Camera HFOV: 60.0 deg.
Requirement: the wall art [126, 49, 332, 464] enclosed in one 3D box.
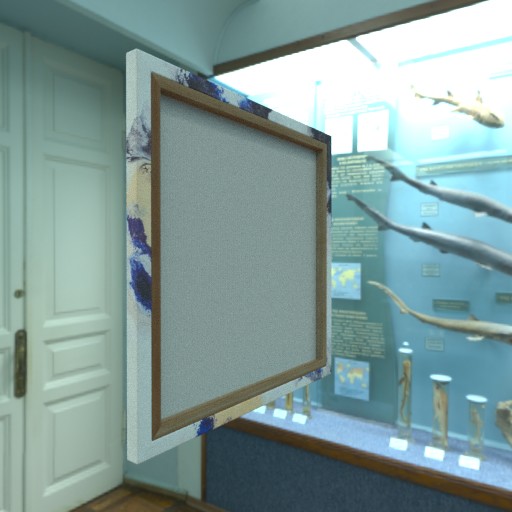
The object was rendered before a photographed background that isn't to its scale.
[{"bbox_3d":[0.000,0.000,1.304,0.038,0.885,0.887,0,1,37],"label":"wall art"}]
